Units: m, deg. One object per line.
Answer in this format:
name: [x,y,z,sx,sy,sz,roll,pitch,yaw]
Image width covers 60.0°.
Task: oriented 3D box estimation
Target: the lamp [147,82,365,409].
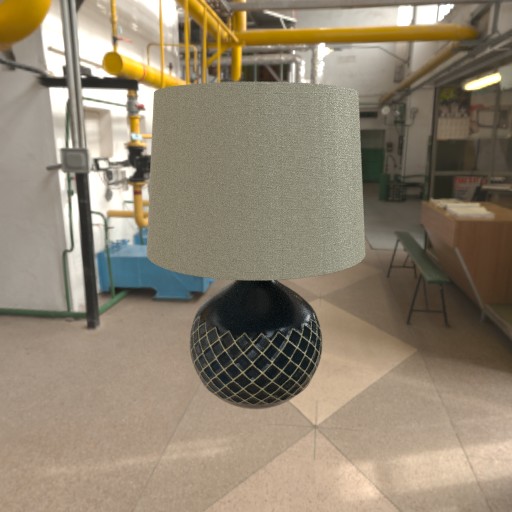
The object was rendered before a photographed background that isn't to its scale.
lamp: [0.000,0.000,0.786,0.376,0.540,0.376,0,14,0]
